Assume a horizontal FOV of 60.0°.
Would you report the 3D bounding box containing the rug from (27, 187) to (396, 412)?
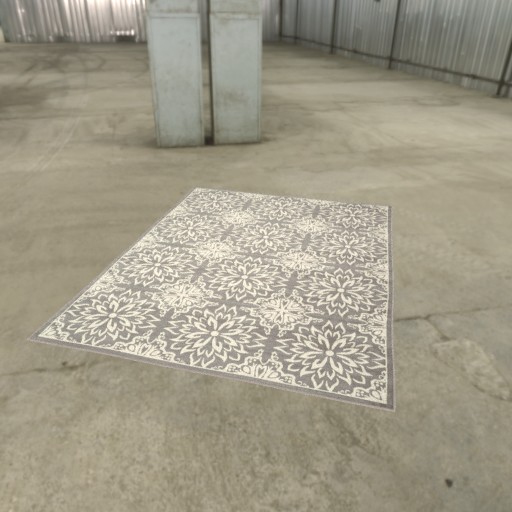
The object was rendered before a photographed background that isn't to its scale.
[{"bbox_3d":[0.000,0.000,3.934,2.363,0.012,2.980,7,30,13],"label":"rug"}]
